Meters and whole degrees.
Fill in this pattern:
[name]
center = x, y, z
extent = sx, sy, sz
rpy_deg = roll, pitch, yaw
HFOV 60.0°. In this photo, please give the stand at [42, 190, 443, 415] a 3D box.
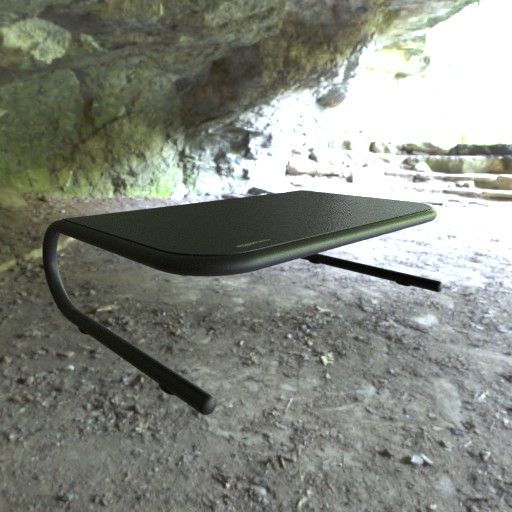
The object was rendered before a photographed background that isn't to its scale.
[stand]
center = 0.000, 0.000, 0.501
extent = 0.370, 0.108, 0.280
rpy_deg = -14, 20, -42
